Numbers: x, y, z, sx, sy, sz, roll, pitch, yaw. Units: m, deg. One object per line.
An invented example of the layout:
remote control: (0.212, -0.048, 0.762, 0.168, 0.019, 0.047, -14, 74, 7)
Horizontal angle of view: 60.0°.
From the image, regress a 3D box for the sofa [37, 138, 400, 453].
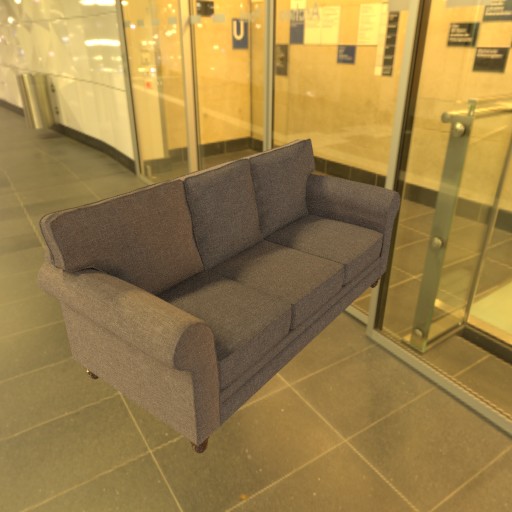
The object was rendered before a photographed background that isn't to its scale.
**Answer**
sofa: (0.000, 0.000, 2.537, 0.916, 0.961, 2.084, 19, 32, 33)
